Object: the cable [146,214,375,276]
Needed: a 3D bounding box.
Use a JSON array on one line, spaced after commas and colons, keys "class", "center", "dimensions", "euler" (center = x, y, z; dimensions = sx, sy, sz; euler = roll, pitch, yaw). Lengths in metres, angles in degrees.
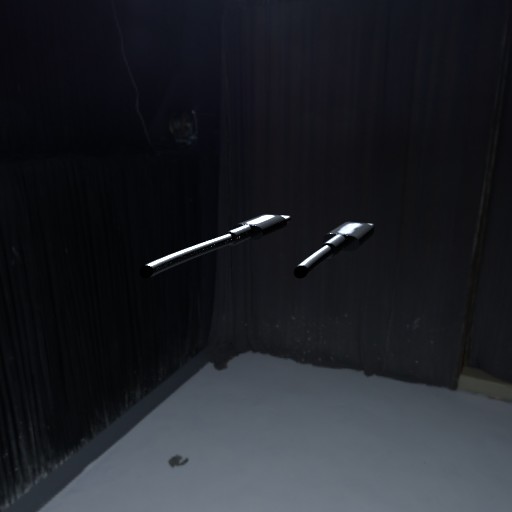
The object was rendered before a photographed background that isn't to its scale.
[{"class": "cable", "center": [0.000, 0.000, 0.113], "dimensions": [0.041, 0.005, 0.098], "euler": [8, 18, 26]}]
